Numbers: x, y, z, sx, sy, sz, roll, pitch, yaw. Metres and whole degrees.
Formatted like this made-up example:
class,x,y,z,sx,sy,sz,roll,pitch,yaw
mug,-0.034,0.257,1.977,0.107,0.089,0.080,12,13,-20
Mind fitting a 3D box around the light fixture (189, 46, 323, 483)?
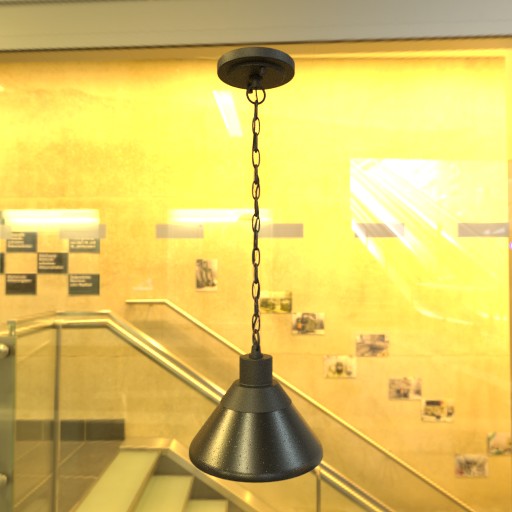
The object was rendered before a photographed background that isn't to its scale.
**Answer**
class,x,y,z,sx,sy,sz,roll,pitch,yaw
light fixture,0.000,0.000,0.677,0.201,0.588,0.201,0,-2,-16
